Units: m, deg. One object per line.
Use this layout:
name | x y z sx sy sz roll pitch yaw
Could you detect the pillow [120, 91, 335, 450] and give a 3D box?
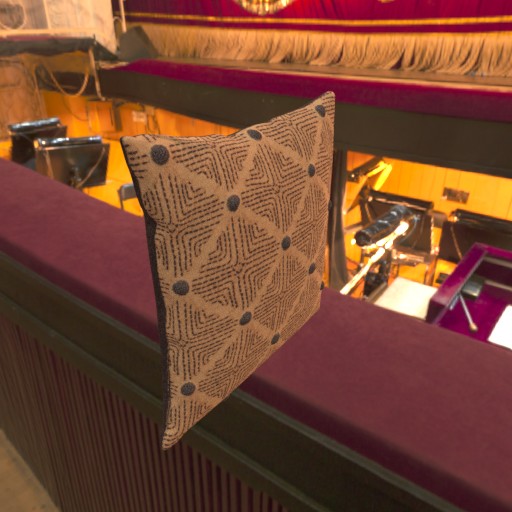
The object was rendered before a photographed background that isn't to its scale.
pillow | 0.000 0.000 0.792 0.145 0.510 0.510 19 33 32
